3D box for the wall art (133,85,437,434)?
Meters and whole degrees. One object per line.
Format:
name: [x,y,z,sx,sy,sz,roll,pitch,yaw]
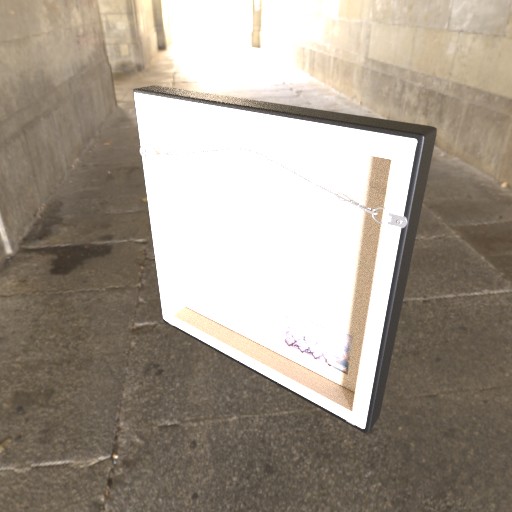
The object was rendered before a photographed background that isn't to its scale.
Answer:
wall art: [0.000,0.000,0.616,0.406,0.407,0.041,21,36,32]
